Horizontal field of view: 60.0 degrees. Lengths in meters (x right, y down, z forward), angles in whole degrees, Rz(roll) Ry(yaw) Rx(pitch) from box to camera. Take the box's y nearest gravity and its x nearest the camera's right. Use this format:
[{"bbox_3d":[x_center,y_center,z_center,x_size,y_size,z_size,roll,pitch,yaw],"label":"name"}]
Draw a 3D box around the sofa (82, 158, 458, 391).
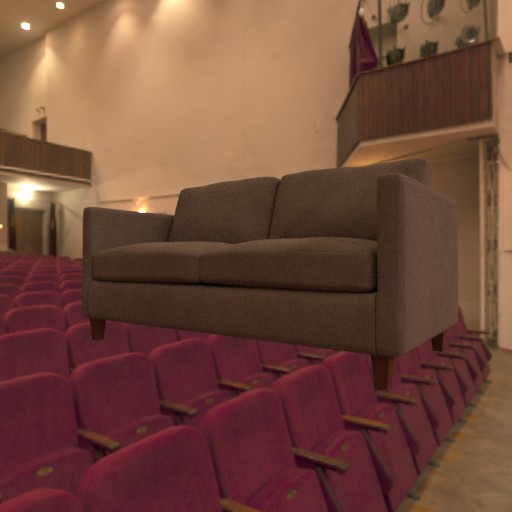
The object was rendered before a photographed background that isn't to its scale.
[{"bbox_3d":[0.000,0.000,2.409,1.884,0.963,0.950,0,0,35],"label":"sofa"}]
